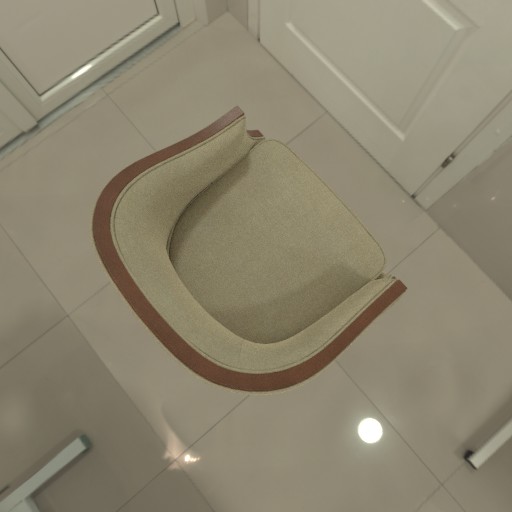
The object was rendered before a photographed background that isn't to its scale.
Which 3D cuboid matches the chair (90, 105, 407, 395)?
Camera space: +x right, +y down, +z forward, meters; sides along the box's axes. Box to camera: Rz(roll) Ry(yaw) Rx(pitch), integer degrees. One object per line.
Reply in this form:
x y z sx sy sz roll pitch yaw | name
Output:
0.000 0.000 1.473 0.735 0.876 0.803 -39 80 -8 | chair
